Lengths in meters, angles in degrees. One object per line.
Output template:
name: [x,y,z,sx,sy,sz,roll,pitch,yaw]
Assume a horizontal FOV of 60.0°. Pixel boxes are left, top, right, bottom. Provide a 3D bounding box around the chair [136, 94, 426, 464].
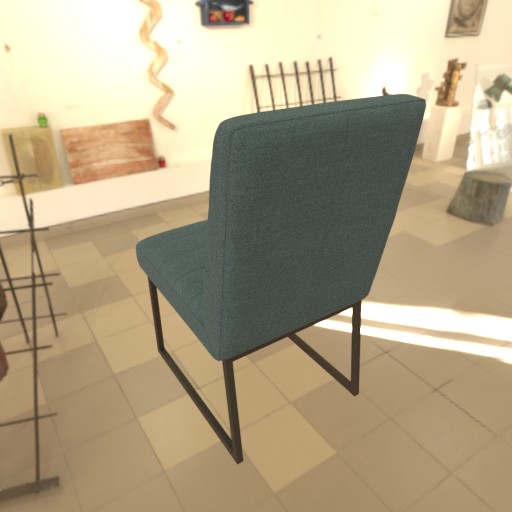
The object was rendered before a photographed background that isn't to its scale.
chair: [0.000,0.000,1.287,0.520,0.930,0.634,-18,34,-29]
